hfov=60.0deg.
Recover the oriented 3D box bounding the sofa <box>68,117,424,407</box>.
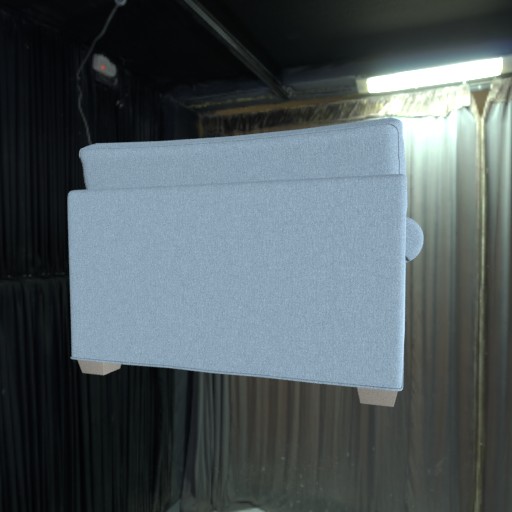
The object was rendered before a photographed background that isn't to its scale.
[{"bbox_3d":[0.000,0.000,2.016,1.410,0.953,0.940,0,1,19],"label":"sofa"}]
